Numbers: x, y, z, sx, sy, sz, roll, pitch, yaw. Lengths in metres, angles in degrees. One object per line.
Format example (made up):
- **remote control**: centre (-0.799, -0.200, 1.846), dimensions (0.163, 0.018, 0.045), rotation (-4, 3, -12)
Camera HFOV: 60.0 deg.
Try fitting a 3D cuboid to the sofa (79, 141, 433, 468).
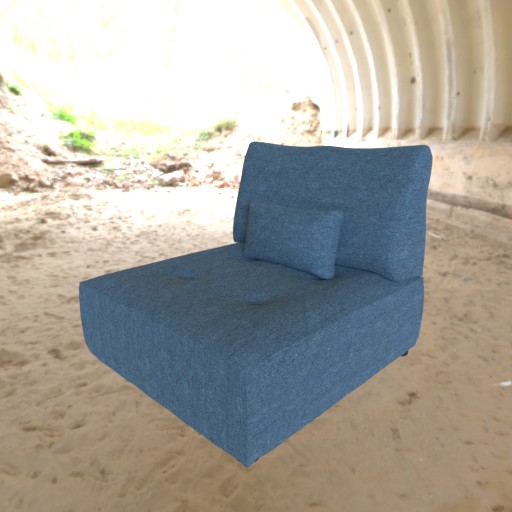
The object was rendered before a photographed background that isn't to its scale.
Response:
- **sofa**: centre (0.000, 0.000, 1.687), dimensions (0.930, 0.820, 1.000), rotation (15, 22, 42)
